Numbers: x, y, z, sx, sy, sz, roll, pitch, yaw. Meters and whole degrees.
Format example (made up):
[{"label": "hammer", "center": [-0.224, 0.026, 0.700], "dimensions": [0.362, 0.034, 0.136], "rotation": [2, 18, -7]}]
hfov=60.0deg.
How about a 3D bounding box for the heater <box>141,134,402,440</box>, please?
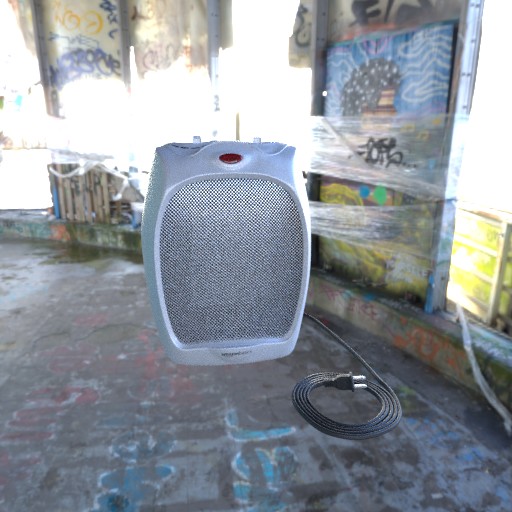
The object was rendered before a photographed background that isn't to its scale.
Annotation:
[{"label": "heater", "center": [0.000, 0.000, 0.458], "dimensions": [0.239, 0.240, 0.291], "rotation": [-3, 17, -8]}]
